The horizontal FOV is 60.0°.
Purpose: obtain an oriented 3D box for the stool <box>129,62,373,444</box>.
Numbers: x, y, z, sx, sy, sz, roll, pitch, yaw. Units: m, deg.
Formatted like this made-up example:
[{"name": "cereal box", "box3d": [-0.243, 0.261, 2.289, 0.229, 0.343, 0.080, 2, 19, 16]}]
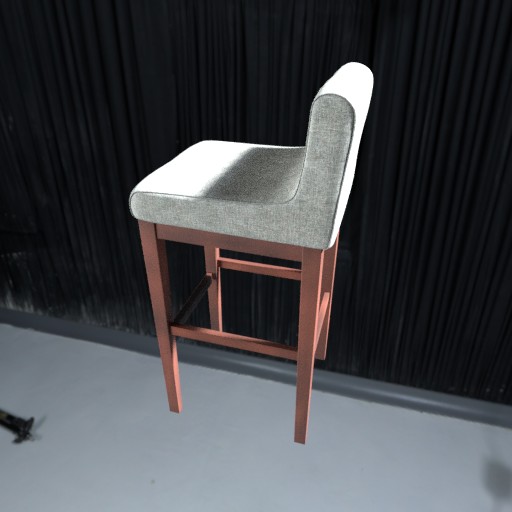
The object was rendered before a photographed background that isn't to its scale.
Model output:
[{"name": "stool", "box3d": [0.000, 0.000, 1.225, 0.499, 0.965, 0.426, 8, 31, 14]}]
